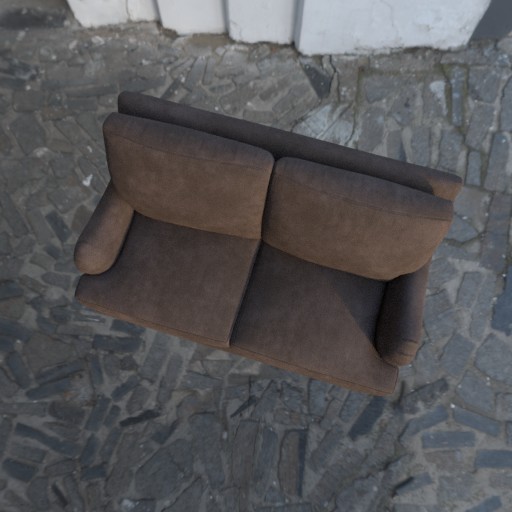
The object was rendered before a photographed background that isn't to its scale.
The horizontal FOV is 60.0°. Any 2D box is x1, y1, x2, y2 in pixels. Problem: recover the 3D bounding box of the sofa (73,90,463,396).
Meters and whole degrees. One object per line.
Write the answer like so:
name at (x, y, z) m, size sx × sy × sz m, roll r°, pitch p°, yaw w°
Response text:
sofa at (0.000, 0.000, 2.496) m, size 1.853 × 1.101 × 1.084 m, roll 16°, pitch 74°, yaw 5°
